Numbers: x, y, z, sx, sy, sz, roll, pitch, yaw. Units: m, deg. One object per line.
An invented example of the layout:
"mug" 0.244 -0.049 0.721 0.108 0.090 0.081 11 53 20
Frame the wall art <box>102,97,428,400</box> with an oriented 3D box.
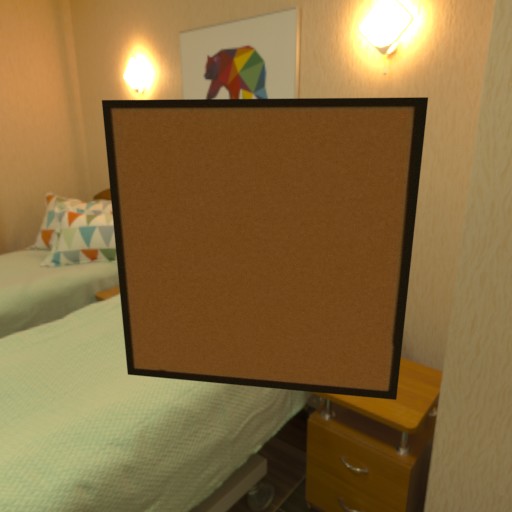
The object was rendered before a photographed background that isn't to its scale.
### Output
"wall art" 0.000 0.000 1.232 0.823 0.823 0.013 3 17 9
